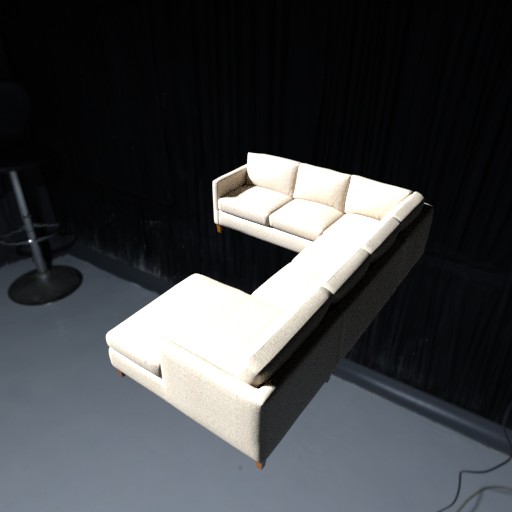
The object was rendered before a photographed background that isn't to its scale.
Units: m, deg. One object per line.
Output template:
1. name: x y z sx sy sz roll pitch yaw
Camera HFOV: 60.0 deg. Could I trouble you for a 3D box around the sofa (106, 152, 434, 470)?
1. sofa: 0.000 0.000 4.629 2.594 0.961 3.460 21 38 30
